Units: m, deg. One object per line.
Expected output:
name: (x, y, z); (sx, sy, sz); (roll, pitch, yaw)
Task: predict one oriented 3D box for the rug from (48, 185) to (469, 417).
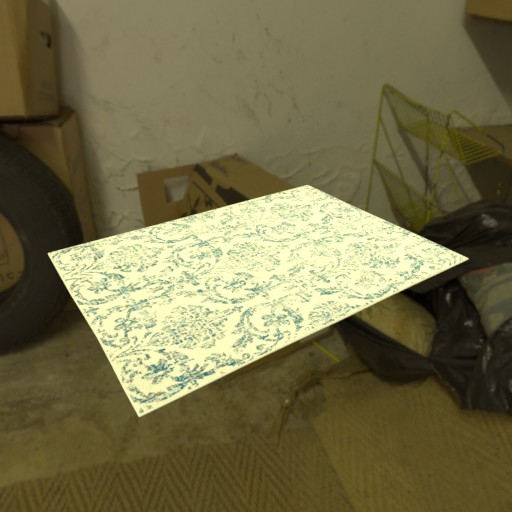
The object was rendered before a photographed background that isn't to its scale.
rug: (0.000, 0.000, 2.850); (2.197, 0.014, 1.586); (-19, 35, -29)
